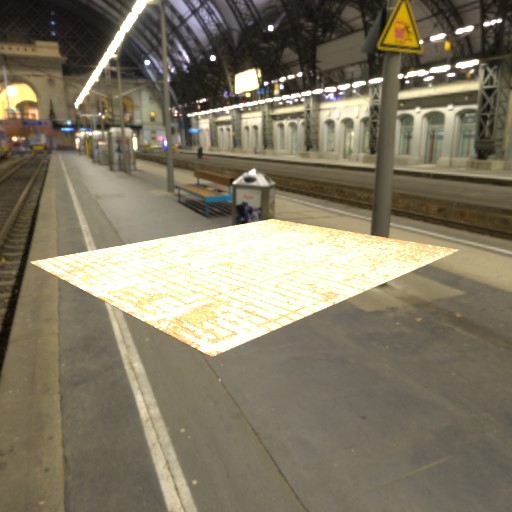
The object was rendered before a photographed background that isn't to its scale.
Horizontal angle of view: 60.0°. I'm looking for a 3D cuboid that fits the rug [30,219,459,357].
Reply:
[{"bbox_3d":[0.000,0.000,4.012,2.441,0.011,3.050,14,20,43],"label":"rug"}]
